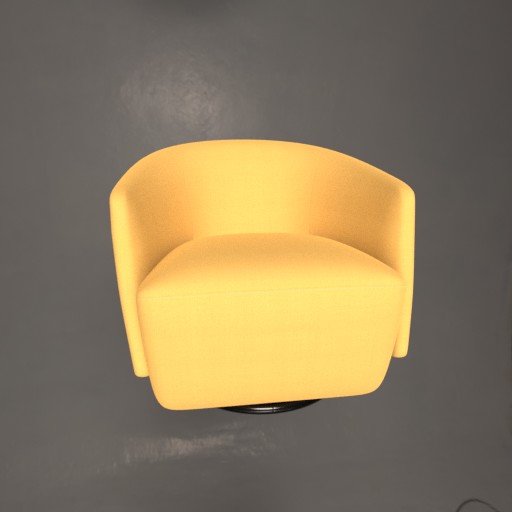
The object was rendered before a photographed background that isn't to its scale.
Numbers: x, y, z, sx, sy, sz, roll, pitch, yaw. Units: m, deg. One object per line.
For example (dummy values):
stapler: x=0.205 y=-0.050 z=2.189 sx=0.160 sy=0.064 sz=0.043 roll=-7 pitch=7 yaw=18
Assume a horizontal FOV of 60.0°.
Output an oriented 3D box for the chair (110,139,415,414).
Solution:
chair: x=0.000 y=0.000 z=1.378 sx=0.773 sy=0.698 sz=0.767 roll=-2 pitch=15 yaw=-8
